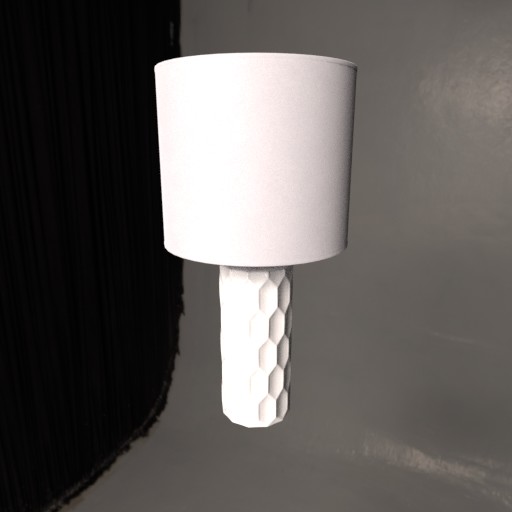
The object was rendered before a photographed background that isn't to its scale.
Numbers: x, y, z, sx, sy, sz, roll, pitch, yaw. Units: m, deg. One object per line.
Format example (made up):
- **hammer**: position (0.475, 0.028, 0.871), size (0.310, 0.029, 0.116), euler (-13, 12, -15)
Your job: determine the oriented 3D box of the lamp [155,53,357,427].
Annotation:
- **lamp**: position (0.000, 0.000, 0.688), size (0.277, 0.537, 0.277), euler (8, 17, 26)
